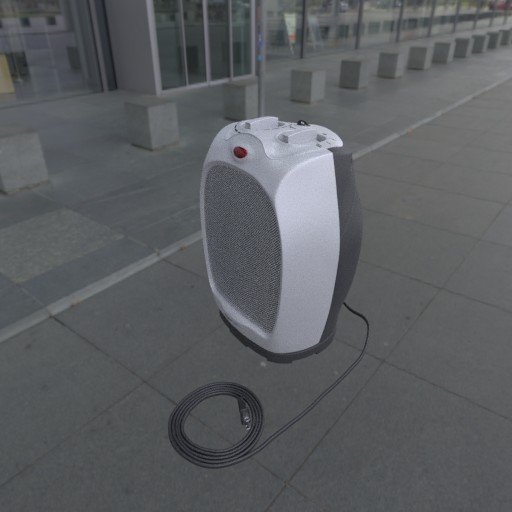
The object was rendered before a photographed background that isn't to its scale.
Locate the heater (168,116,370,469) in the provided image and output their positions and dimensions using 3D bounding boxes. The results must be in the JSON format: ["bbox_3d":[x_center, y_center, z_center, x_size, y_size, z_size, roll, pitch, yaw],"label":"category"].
[{"bbox_3d":[0.000,0.000,0.472,0.291,0.255,0.239,-20,36,-31],"label":"heater"}]
